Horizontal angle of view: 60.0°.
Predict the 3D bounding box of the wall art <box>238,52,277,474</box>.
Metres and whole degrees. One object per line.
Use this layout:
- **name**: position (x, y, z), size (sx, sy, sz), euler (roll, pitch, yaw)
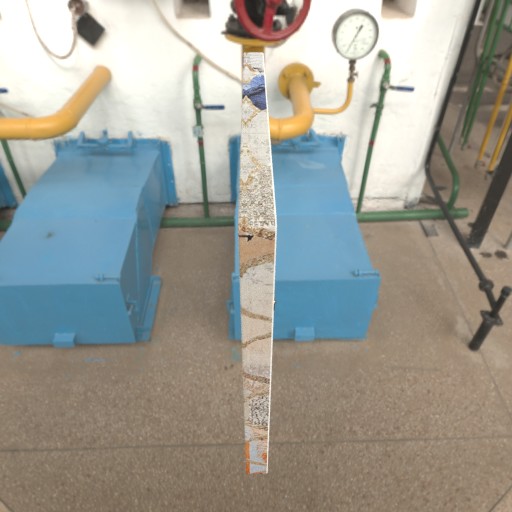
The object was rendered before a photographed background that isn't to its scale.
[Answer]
- **wall art**: position (0.000, 0.000, 0.749), size (0.038, 0.508, 0.507), euler (0, 41, 0)
